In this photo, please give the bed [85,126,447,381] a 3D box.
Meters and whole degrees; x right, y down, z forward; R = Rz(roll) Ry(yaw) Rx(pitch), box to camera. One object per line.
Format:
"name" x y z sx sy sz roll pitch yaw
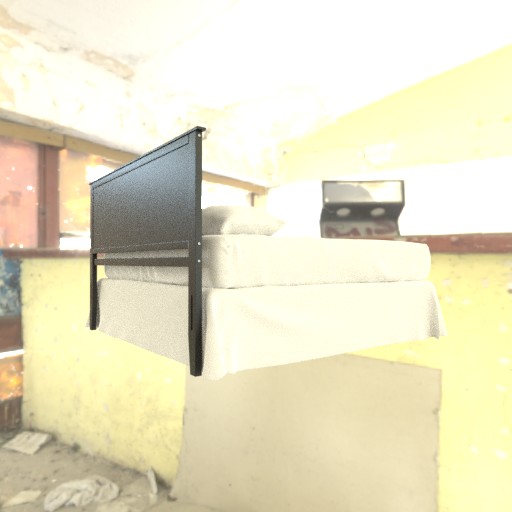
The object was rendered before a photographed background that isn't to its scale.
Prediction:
"bed" 0.000 0.000 3.700 2.219 1.271 2.315 1 -1 -36
